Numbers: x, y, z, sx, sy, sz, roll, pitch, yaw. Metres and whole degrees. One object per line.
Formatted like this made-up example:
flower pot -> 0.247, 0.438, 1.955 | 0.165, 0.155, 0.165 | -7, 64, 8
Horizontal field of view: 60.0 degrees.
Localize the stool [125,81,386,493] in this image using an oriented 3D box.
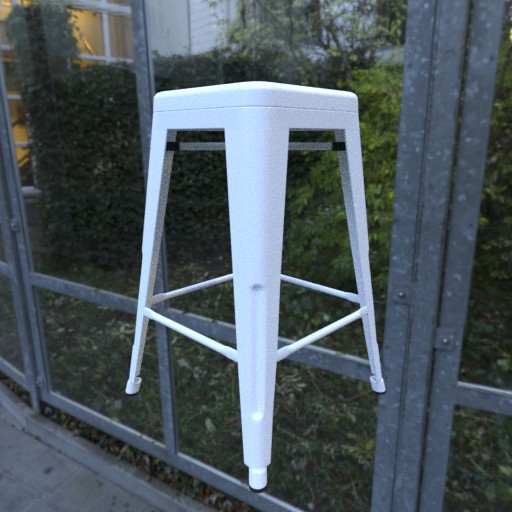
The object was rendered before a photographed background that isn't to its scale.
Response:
stool -> 0.000, 0.000, 0.878 | 0.406, 0.610, 0.406 | 14, 21, 42
